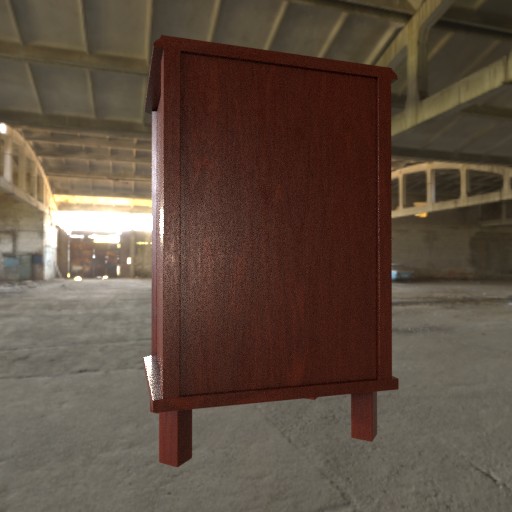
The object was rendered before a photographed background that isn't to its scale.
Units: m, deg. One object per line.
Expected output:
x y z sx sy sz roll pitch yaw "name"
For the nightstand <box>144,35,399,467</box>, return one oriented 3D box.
0.000 0.000 0.910 0.435 0.681 0.351 0 -1 -17 "nightstand"
